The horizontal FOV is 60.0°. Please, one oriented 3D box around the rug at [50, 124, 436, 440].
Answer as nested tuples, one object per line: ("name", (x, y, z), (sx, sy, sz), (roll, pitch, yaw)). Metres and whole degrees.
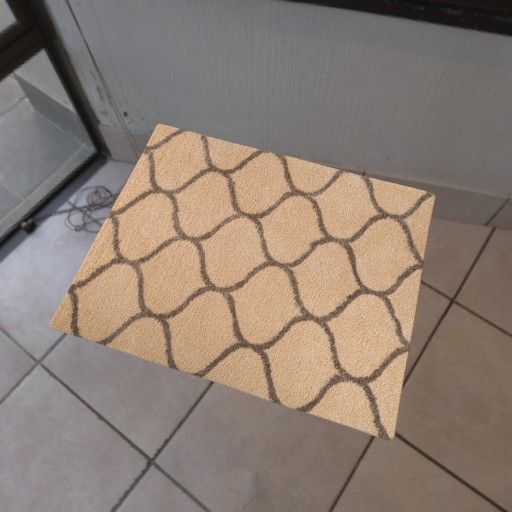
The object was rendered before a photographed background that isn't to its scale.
("rug", (0.000, 0.000, 4.121), (3.000, 0.026, 2.399), (16, 65, 8))
